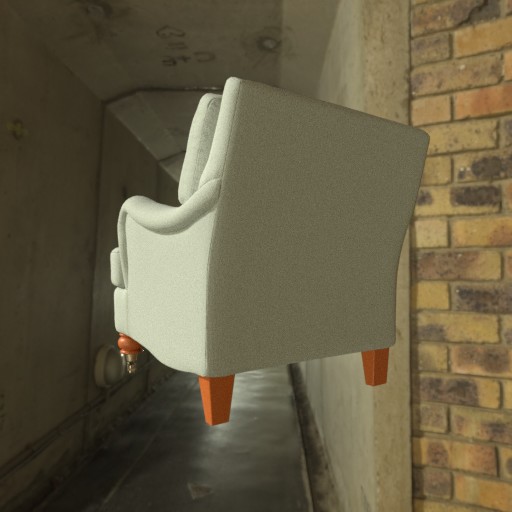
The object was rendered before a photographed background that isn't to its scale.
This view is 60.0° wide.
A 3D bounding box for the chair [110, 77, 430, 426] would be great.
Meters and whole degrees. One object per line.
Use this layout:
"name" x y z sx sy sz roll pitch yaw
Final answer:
"chair" 0.000 0.000 1.842 0.955 1.038 1.070 1 -1 -35
